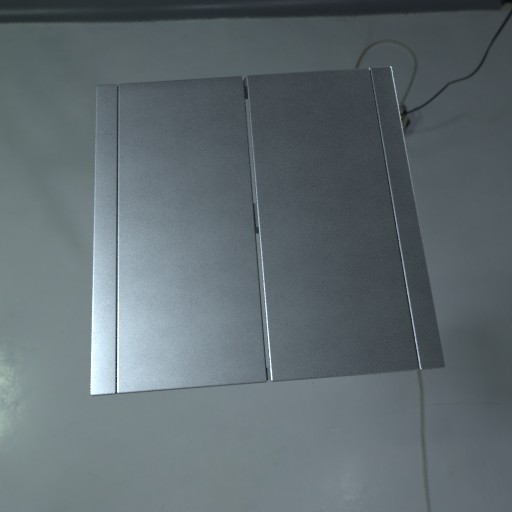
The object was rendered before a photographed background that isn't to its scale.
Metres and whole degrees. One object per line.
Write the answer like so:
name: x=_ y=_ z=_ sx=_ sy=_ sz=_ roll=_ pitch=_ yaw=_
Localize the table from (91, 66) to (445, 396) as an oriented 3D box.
table: x=0.000 y=0.000 z=0.938 sx=0.508 sy=0.508 sz=0.508 roll=-4 pitch=75 yaw=-1
